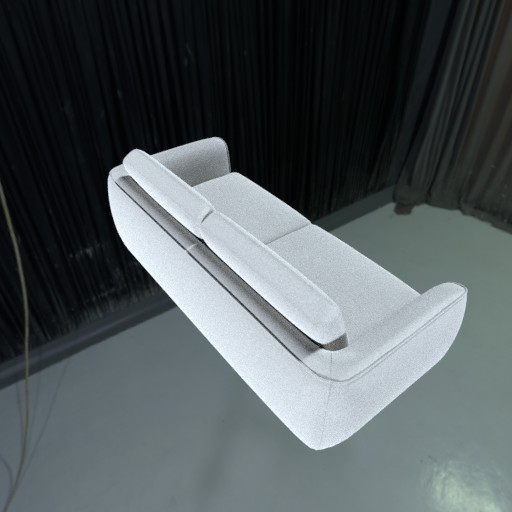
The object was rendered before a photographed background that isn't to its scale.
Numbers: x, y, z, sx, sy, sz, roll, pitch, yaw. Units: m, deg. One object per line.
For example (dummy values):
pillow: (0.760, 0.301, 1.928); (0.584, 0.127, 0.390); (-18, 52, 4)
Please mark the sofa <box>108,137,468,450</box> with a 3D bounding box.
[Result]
sofa: (0.000, 0.000, 2.429); (0.920, 0.850, 2.000); (-26, 46, -28)
